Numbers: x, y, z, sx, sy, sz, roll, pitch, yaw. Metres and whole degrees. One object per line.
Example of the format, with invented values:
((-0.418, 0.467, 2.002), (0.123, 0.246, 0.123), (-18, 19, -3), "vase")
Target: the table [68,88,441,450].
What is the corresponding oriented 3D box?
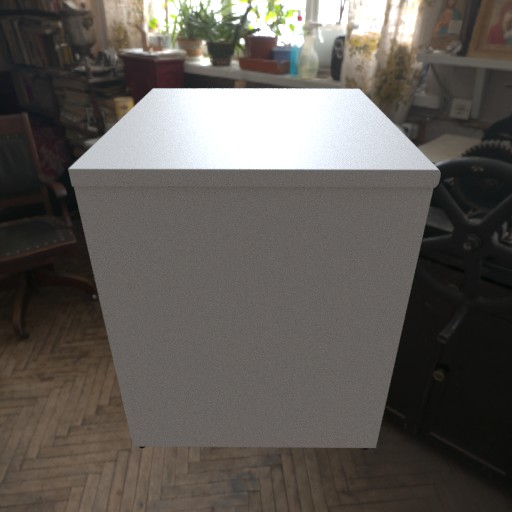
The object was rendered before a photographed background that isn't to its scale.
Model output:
((0.000, 0.000, 0.749), (0.380, 0.460, 0.420), (0, 31, 0), "table")
